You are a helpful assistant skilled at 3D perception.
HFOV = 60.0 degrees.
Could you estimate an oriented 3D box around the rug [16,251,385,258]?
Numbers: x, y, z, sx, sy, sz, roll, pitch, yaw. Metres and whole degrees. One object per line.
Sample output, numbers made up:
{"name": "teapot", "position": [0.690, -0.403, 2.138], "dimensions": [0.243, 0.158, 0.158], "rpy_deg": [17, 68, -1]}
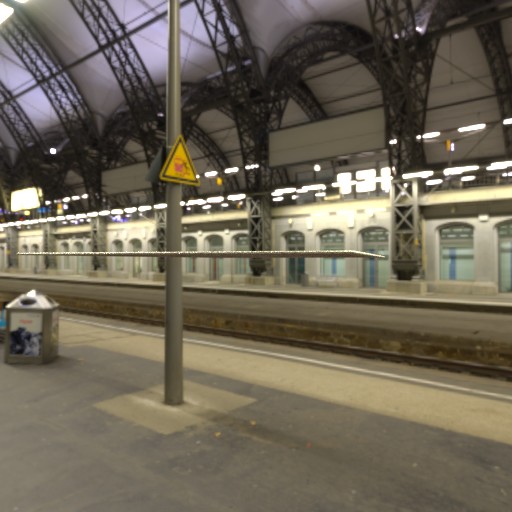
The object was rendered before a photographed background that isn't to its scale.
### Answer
{"name": "rug", "position": [0.000, 0.000, 1.058], "dimensions": [0.556, 0.004, 0.868], "rpy_deg": [0, -1, 19]}
